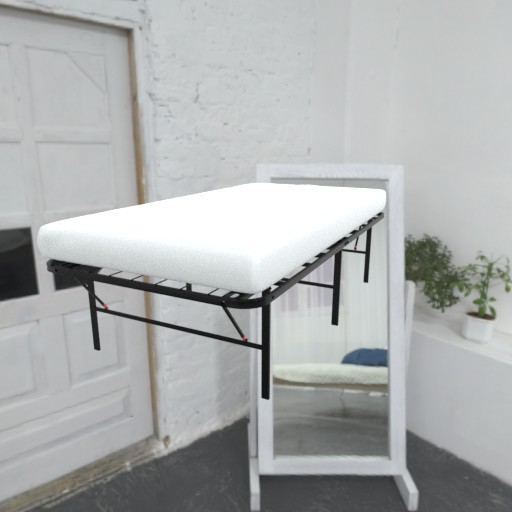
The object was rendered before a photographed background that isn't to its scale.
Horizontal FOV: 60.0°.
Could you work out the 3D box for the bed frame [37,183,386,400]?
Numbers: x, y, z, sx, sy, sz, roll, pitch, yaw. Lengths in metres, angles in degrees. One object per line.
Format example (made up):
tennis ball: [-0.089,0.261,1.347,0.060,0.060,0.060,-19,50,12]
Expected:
bed frame: [0.000,0.000,2.385,0.989,0.619,1.903,8,17,26]
